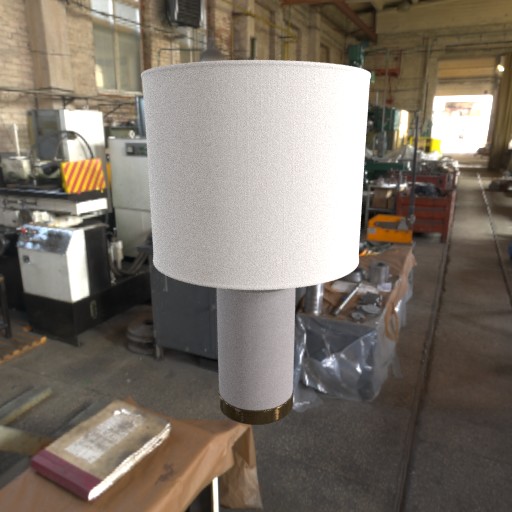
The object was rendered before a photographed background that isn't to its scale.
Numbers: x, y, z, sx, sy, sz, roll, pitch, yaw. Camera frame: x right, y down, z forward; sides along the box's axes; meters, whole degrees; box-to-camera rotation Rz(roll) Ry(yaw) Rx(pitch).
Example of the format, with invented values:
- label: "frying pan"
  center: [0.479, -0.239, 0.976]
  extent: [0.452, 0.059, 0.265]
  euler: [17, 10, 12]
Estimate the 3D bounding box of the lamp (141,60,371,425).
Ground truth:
- label: "lamp"
  center: [0.000, 0.000, 0.506]
  extent: [0.229, 0.380, 0.229]
  euler: [0, 16, 0]
